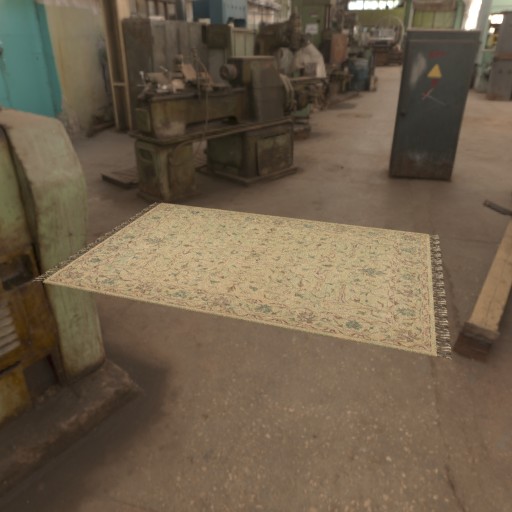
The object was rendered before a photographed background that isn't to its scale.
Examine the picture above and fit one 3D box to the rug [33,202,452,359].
[{"bbox_3d":[0.000,0.000,3.066,2.435,0.010,1.544,8,28,16],"label":"rug"}]
